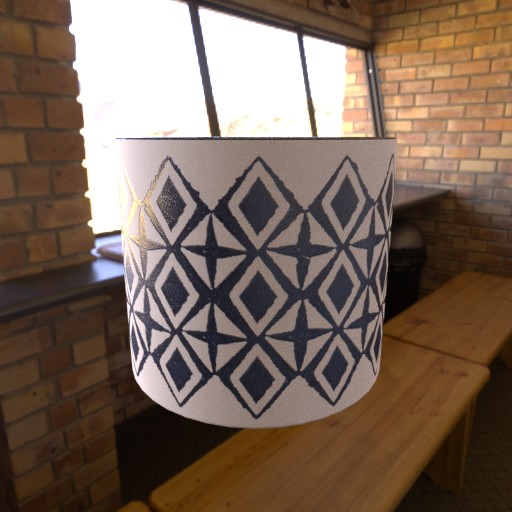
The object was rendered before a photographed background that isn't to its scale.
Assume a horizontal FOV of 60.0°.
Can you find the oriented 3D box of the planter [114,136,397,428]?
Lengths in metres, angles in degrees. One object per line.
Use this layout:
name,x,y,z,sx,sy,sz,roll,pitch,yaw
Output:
planter,0.000,0.000,0.317,0.182,0.165,0.182,0,15,0
